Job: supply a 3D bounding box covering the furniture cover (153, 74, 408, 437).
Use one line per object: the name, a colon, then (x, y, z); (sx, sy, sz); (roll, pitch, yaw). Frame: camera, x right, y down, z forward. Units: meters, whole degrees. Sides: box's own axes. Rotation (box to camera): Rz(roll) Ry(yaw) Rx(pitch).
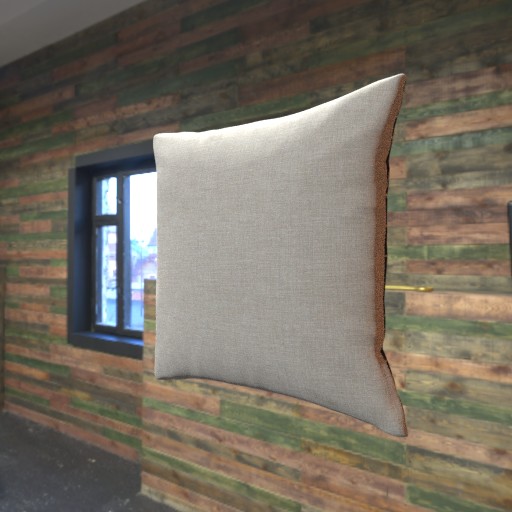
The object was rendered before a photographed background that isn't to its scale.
furniture cover: (0.000, 0.000, 0.766); (0.517, 0.508, 0.158); (0, 0, 36)
